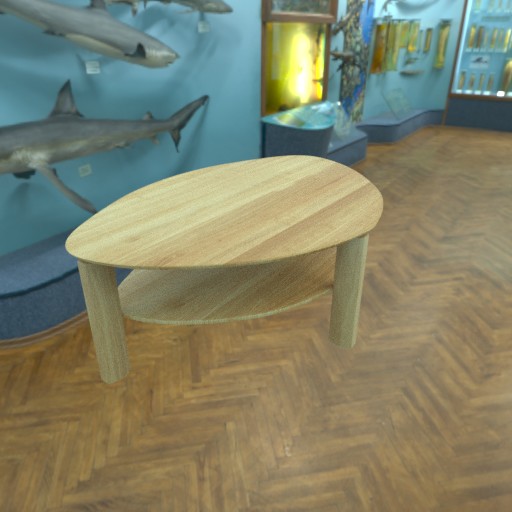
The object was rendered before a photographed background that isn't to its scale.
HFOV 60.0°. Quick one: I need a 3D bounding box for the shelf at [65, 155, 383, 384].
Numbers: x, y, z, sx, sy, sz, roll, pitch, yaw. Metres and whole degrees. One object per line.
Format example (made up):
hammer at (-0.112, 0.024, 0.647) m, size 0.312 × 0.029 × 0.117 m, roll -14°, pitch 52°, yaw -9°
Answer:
shelf at (0.000, 0.000, 1.615) m, size 0.845 × 0.440 × 1.246 m, roll 18°, pitch 32°, yaw 32°
